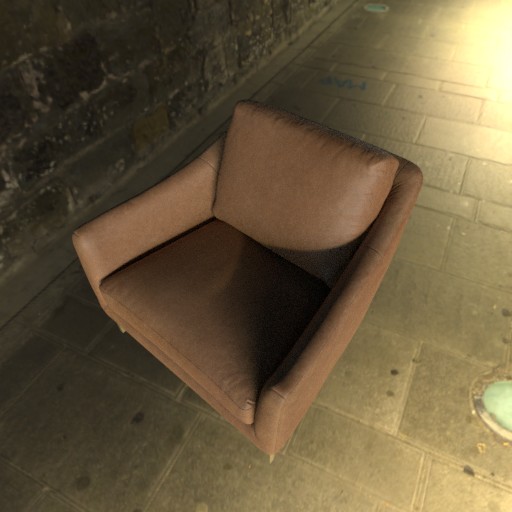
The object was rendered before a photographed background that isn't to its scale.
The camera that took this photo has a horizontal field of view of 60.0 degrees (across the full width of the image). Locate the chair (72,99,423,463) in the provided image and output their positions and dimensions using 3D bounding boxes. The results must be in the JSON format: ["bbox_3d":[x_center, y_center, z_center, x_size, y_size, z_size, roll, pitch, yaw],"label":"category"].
[{"bbox_3d":[0.000,0.000,1.710,0.988,0.895,0.963,32,53,28],"label":"chair"}]
